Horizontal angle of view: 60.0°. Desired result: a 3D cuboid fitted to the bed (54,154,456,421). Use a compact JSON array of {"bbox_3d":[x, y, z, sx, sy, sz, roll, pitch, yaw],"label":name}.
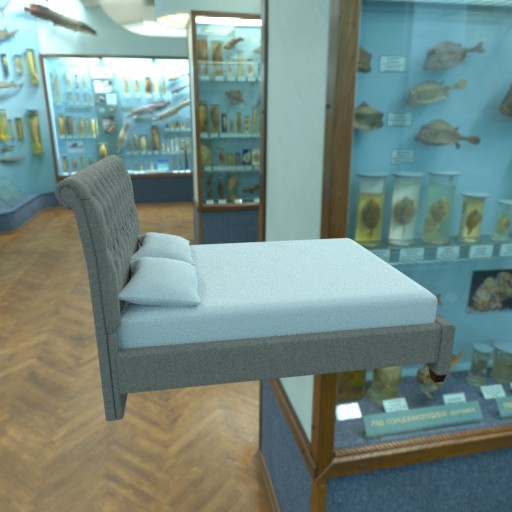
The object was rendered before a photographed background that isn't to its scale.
[{"bbox_3d":[0.000,0.000,3.258,2.252,1.371,1.645,-3,17,-10],"label":"bed"}]
